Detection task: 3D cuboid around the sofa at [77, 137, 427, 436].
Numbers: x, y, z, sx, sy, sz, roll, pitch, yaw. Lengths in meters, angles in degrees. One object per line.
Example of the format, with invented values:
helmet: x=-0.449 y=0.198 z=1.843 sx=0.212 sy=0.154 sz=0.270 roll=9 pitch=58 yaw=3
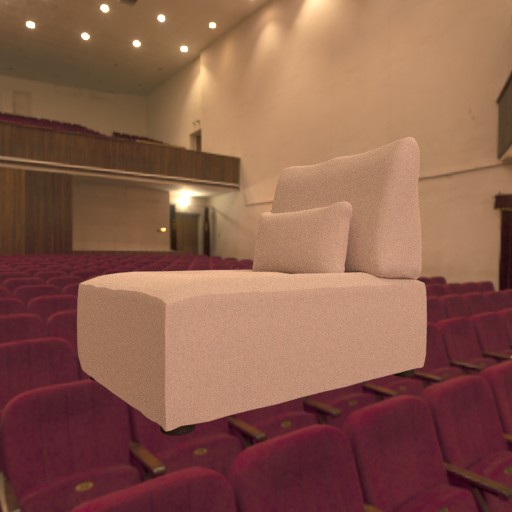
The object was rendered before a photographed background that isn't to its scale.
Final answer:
sofa: x=0.000 y=0.000 z=1.528 sx=1.000 sy=0.820 sz=0.700 roll=0 pitch=0 yaw=-37
